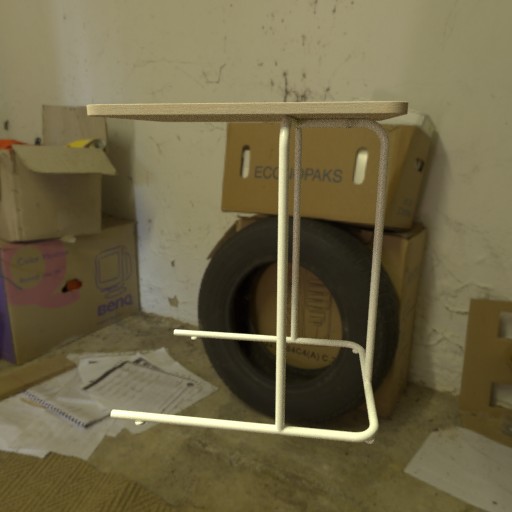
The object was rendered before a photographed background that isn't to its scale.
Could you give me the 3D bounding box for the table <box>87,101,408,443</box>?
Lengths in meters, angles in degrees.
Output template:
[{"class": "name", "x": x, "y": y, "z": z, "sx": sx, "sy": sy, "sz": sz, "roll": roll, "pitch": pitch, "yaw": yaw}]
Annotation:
[{"class": "table", "x": 0.000, "y": 0.000, "z": 0.877, "sx": 0.480, "sy": 0.550, "sz": 0.370, "roll": 2, "pitch": 15, "yaw": 8}]
